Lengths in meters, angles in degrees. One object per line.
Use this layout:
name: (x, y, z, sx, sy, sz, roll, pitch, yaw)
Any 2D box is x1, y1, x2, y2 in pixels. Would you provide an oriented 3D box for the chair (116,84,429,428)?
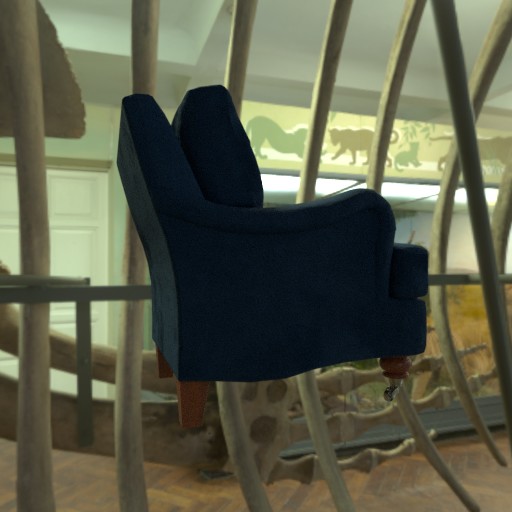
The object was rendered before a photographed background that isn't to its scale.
chair: (0.000, 0.000, 1.809, 1.078, 1.076, 0.895, 0, -1, -19)
